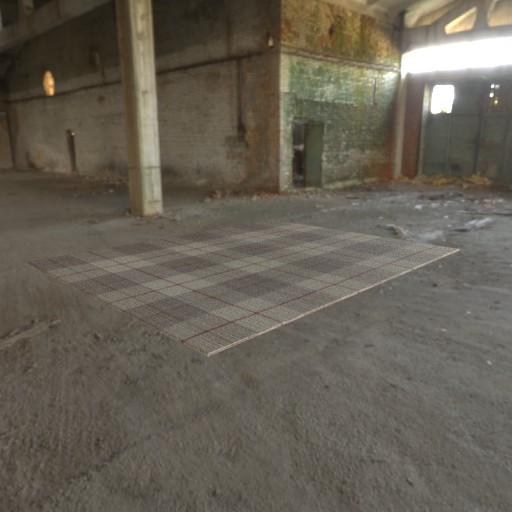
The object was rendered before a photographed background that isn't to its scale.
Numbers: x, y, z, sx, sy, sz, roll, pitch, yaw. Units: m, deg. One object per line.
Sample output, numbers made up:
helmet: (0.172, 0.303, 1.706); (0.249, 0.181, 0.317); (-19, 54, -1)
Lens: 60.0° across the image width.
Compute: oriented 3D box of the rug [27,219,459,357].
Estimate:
rug: (0.000, 0.000, 3.840); (2.317, 0.016, 2.959); (14, 20, 43)
